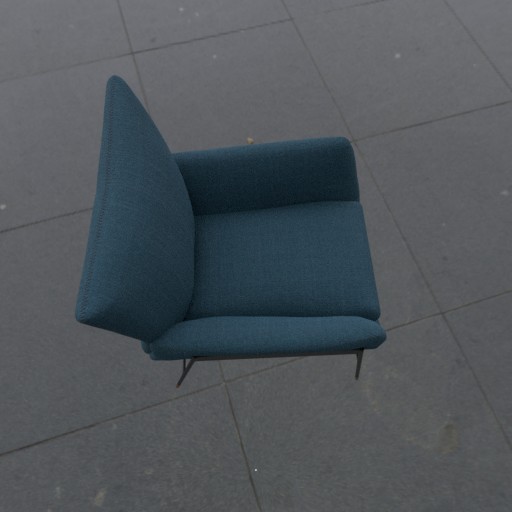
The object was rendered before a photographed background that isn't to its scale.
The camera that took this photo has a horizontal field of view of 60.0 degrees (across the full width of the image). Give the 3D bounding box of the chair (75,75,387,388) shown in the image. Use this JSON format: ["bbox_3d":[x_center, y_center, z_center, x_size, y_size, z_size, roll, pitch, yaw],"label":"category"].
[{"bbox_3d":[0.000,0.000,1.392,0.769,0.859,0.678,-2,64,-1],"label":"chair"}]
